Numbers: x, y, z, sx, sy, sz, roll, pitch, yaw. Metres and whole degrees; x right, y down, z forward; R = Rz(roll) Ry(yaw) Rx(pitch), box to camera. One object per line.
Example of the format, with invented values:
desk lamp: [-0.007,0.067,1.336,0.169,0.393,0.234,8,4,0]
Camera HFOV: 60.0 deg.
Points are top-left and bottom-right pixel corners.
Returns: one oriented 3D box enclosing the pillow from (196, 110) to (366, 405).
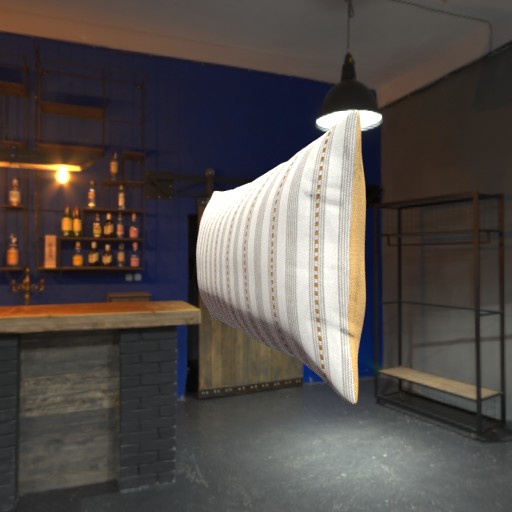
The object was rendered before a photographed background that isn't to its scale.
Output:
pillow: [0.000,0.000,0.721,0.151,0.291,0.608,0,0,-19]
